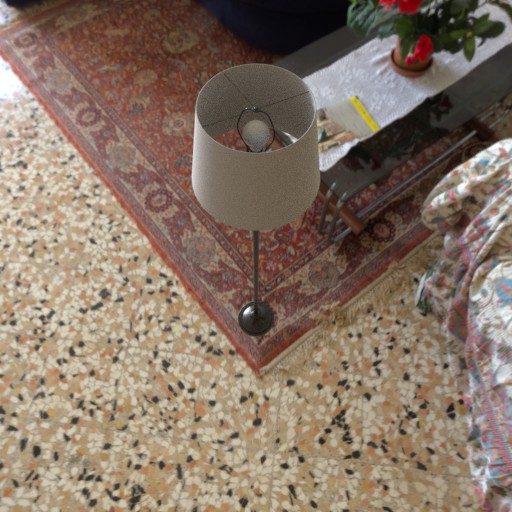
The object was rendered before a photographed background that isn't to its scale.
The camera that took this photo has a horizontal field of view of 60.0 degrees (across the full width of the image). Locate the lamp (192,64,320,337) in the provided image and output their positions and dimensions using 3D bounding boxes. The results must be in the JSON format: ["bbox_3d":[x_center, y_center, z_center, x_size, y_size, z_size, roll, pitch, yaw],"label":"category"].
[{"bbox_3d":[0.000,0.000,1.791,0.379,1.623,0.379,0,64,0],"label":"lamp"}]
